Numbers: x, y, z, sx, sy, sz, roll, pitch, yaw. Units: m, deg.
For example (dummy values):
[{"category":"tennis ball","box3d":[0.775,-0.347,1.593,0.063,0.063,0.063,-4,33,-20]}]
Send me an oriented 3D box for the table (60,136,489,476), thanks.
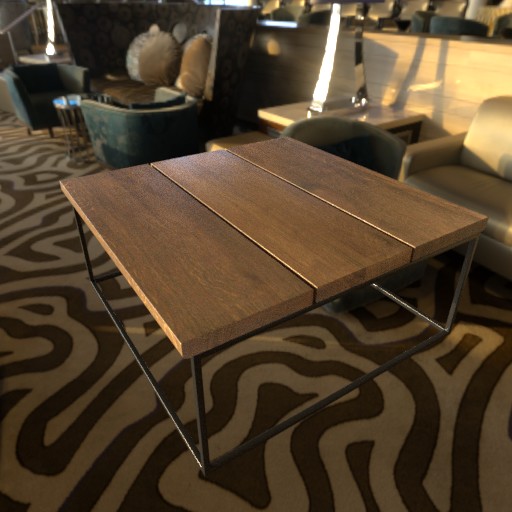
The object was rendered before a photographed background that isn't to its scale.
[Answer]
[{"category":"table","box3d":[0.000,0.000,1.399,0.900,0.400,0.900,-19,36,-28]}]
